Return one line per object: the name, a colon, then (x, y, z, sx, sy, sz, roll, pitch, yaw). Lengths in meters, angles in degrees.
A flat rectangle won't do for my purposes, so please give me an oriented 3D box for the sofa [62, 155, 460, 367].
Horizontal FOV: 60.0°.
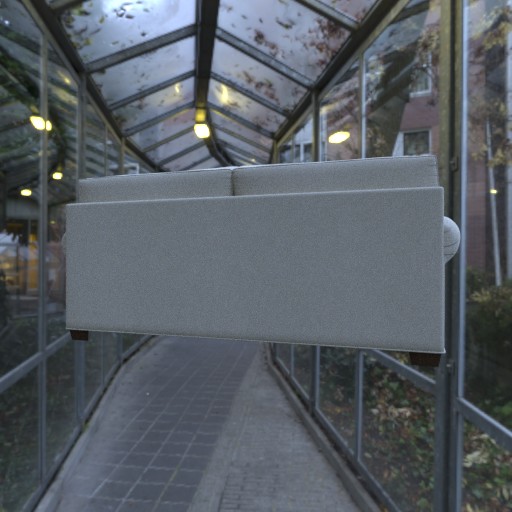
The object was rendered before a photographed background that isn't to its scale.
sofa: (0.000, 0.000, 2.621, 2.146, 0.962, 0.901, 0, 0, 19)
